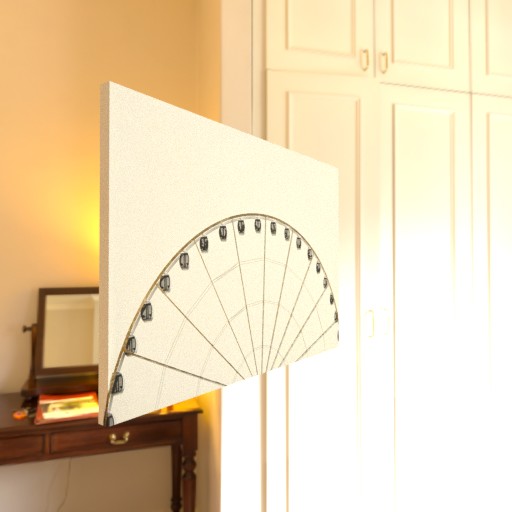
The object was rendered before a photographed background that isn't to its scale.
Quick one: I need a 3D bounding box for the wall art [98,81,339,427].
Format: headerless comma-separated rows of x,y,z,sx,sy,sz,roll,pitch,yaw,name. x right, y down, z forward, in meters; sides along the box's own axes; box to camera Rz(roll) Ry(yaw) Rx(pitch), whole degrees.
0.000,0.000,1.450,0.038,0.767,1.144,-1,-1,37,wall art
